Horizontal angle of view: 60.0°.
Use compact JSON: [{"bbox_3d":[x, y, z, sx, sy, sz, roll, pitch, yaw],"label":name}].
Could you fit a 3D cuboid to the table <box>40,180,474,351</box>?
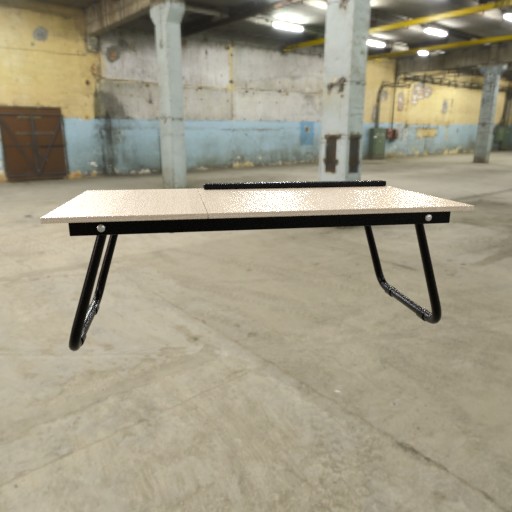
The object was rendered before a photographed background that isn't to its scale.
[{"bbox_3d":[0.000,0.000,0.825,0.644,0.242,0.322,-3,15,-10],"label":"table"}]
